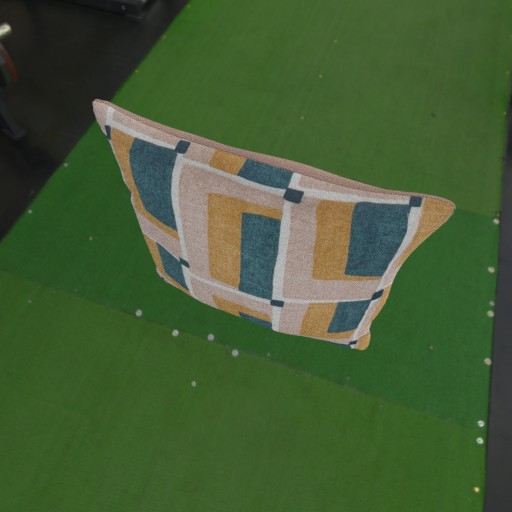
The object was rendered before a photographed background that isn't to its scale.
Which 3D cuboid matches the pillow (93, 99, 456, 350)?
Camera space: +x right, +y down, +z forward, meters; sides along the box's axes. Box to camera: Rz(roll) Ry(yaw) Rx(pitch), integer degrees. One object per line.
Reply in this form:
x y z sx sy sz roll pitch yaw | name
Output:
0.000 0.000 0.740 0.478 0.479 0.158 19 61 11 | pillow
